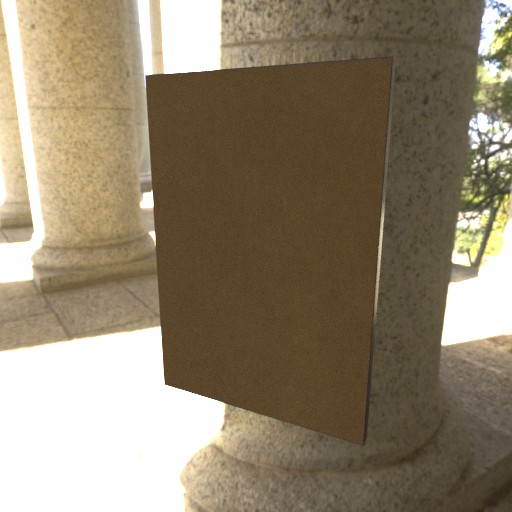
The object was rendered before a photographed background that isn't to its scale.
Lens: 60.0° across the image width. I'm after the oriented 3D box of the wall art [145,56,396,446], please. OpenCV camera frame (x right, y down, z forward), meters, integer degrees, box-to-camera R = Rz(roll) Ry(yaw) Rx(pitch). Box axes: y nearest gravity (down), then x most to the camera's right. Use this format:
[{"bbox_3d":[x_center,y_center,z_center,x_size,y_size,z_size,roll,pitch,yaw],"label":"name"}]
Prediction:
[{"bbox_3d":[0.000,0.000,0.577,0.314,0.455,0.019,8,17,26],"label":"wall art"}]
